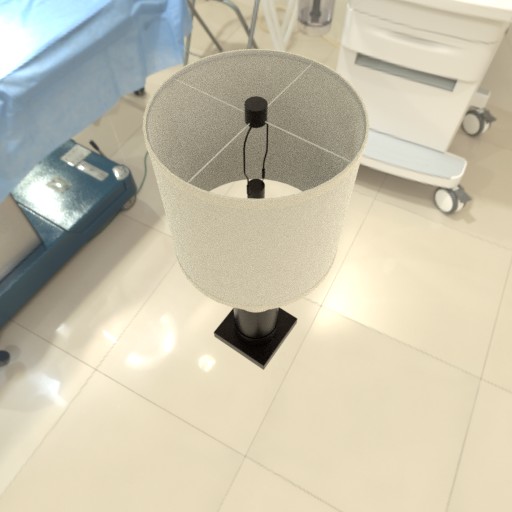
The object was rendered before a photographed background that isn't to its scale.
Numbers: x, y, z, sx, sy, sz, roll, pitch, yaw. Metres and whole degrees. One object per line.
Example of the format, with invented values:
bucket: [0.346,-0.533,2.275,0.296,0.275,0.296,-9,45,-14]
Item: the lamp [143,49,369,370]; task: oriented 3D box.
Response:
lamp: [0.000,0.000,0.617,0.211,0.509,0.211,30,62,18]
